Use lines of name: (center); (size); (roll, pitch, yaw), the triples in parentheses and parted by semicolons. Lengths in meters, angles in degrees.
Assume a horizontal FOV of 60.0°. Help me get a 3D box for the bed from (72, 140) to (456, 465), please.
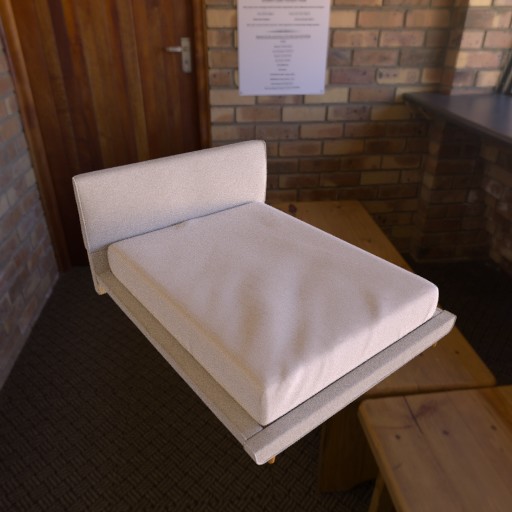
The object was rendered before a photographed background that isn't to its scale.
bed: (0.000, 0.000, 3.574); (1.980, 1.126, 2.498); (-21, 35, -33)
